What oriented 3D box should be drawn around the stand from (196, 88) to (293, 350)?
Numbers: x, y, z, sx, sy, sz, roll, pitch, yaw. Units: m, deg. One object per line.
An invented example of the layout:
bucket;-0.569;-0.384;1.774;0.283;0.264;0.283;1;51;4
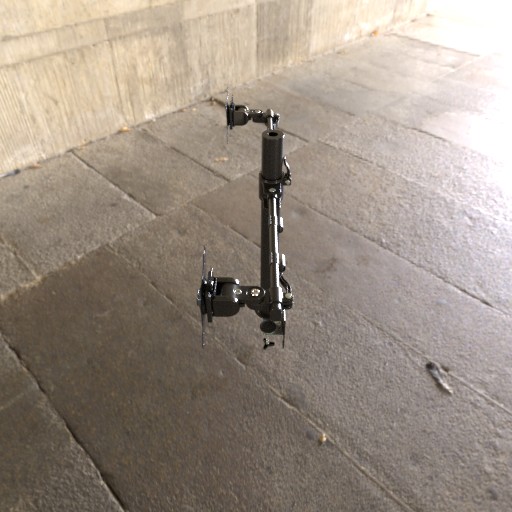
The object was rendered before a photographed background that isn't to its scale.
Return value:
stand;0.000;0.000;1.022;0.150;0.603;0.743;0;41;0
